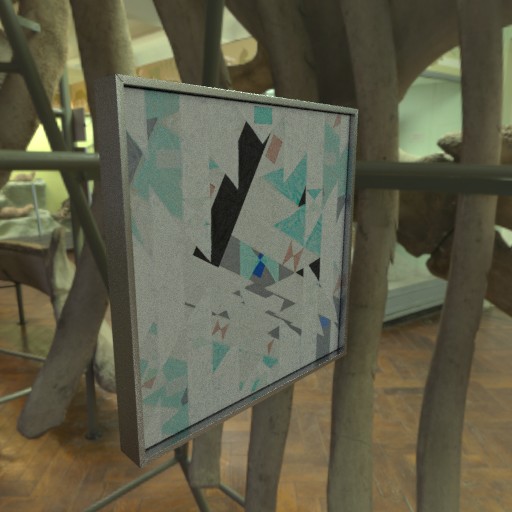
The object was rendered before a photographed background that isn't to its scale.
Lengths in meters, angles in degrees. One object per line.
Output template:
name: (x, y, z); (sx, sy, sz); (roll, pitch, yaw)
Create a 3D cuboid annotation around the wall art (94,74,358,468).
wall art: (0.000, 0.000, 0.515); (0.038, 0.350, 0.350); (12, 17, 43)
